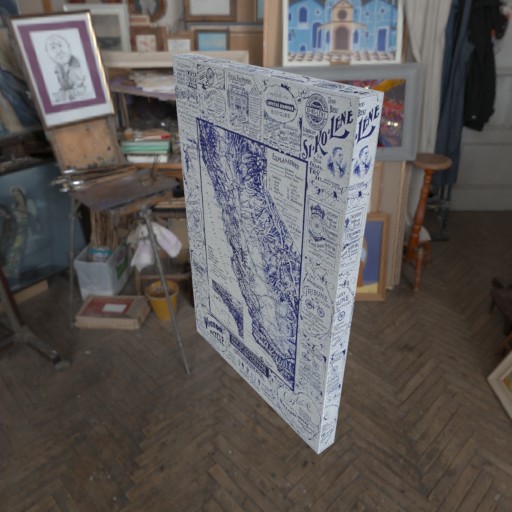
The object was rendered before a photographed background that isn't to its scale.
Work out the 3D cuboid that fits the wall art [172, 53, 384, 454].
[{"bbox_3d":[0.000,0.000,0.479,0.025,0.376,0.255,-22,38,-31],"label":"wall art"}]
